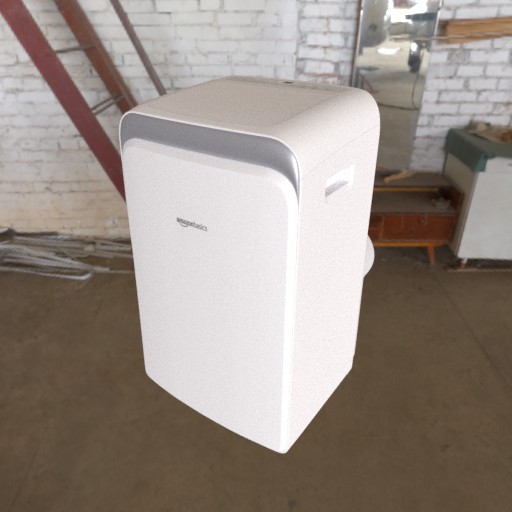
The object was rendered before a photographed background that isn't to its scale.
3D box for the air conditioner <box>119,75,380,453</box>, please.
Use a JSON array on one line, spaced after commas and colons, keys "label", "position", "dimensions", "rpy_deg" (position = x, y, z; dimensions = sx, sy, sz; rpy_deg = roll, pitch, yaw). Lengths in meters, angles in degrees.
[{"label": "air conditioner", "position": [0.000, 0.000, 1.081], "dimensions": [0.478, 0.765, 0.467], "rpy_deg": [19, 35, 29]}]
